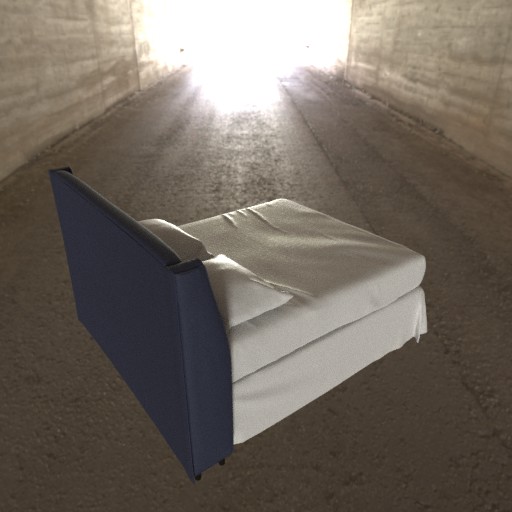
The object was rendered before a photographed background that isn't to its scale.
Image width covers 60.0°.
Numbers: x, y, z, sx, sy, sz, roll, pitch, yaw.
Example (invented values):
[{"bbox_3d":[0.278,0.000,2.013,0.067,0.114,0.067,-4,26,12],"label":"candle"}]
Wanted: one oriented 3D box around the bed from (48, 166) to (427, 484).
[{"bbox_3d":[0.000,0.000,3.336,2.276,1.332,1.925,-19,32,-33],"label":"bed"}]
